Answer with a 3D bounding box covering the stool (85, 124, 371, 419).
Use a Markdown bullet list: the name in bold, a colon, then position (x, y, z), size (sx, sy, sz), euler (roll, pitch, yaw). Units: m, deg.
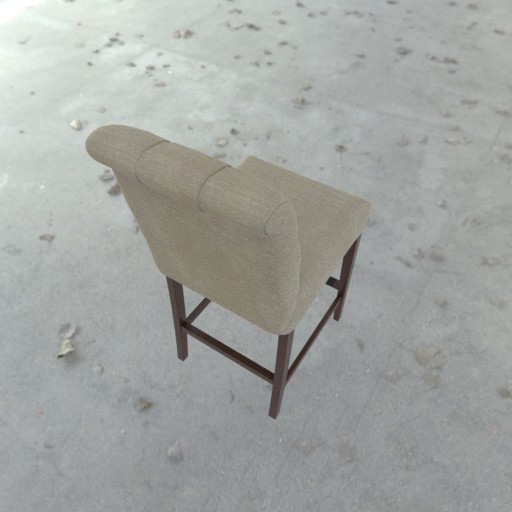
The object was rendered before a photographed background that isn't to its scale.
- **stool**: position (0.000, 0.000, 1.415), size (0.486, 1.084, 0.660), euler (26, 53, 21)
